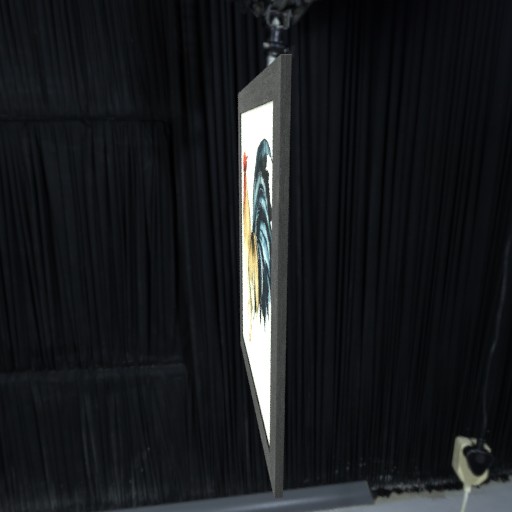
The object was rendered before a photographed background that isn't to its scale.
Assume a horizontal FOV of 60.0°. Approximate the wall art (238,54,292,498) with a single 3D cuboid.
[{"bbox_3d":[0.000,0.000,0.769,0.013,0.570,0.476,-2,16,-7],"label":"wall art"}]
